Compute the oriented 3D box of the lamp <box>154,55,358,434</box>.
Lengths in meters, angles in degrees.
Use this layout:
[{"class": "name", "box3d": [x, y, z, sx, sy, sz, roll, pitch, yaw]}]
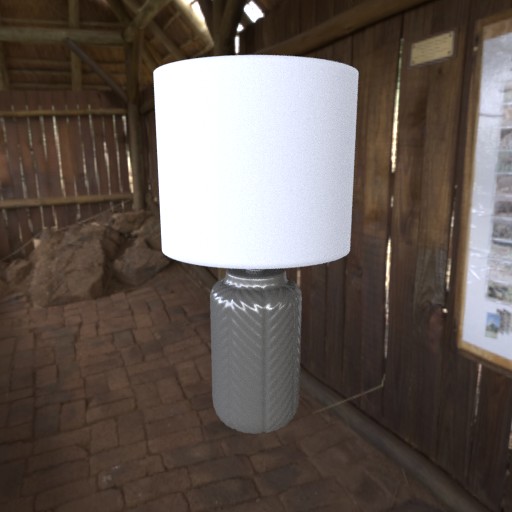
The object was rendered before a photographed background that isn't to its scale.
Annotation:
[{"class": "lamp", "box3d": [0.000, 0.000, 0.492, 0.203, 0.389, 0.203, 12, 18, 43]}]
